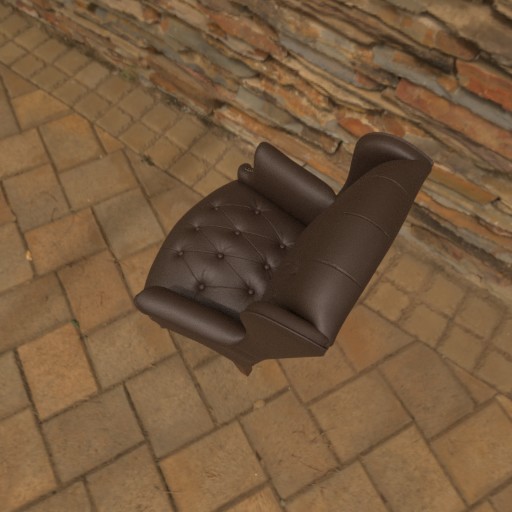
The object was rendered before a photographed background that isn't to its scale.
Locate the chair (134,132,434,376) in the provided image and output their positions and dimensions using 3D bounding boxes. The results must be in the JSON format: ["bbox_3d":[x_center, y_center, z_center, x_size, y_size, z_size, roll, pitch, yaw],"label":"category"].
[{"bbox_3d":[0.000,0.000,1.683,0.819,1.132,0.829,30,67,14],"label":"chair"}]
